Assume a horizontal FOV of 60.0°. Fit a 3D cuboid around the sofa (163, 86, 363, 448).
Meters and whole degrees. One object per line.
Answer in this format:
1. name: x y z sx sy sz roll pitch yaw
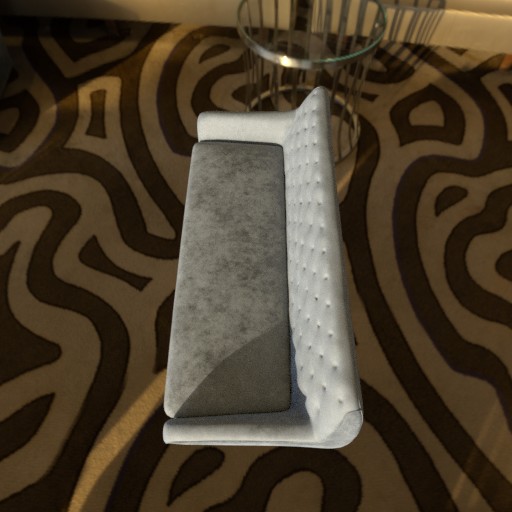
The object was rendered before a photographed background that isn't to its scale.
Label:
1. sofa: 0.000 0.000 2.442 0.841 0.832 1.975 1 59 0
